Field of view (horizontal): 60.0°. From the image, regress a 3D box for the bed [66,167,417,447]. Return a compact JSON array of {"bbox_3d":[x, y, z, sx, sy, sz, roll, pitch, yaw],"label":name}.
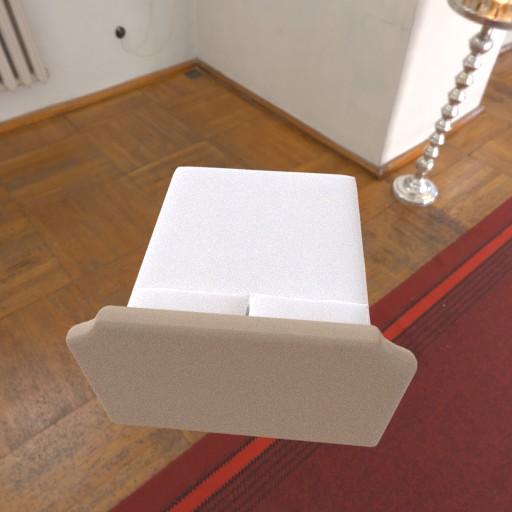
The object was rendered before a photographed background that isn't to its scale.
[{"bbox_3d":[0.000,0.000,3.299,1.828,1.301,2.204,4,48,3],"label":"bed"}]
